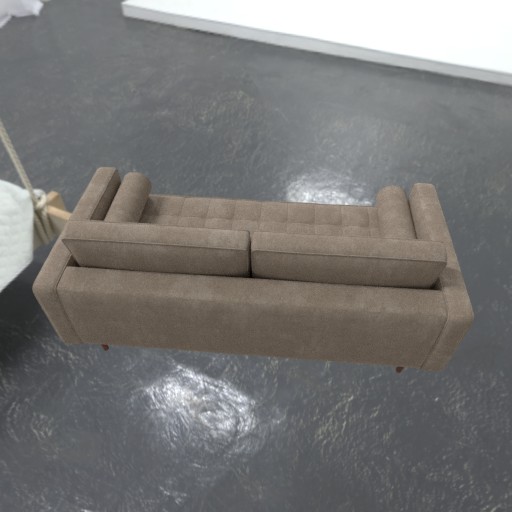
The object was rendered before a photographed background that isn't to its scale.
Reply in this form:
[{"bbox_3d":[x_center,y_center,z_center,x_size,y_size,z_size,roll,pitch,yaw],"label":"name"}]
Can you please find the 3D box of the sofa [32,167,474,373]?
[{"bbox_3d":[0.000,0.000,2.266,1.883,0.769,0.920,4,47,3],"label":"sofa"}]
